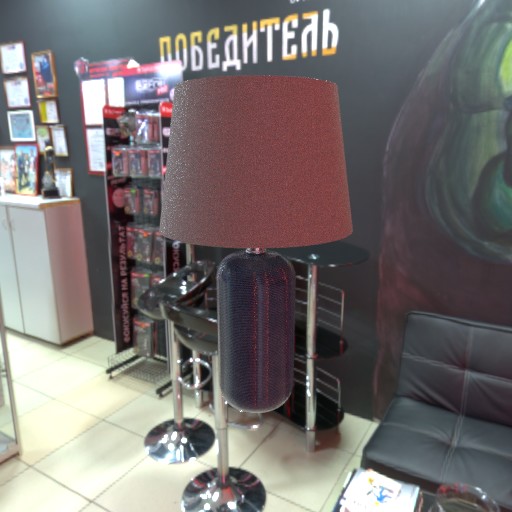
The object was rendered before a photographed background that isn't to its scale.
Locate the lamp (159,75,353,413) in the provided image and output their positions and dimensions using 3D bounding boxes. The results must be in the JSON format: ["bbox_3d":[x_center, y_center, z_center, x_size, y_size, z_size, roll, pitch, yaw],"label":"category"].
[{"bbox_3d":[0.000,0.000,0.600,0.253,0.428,0.253,0,14,0],"label":"lamp"}]
